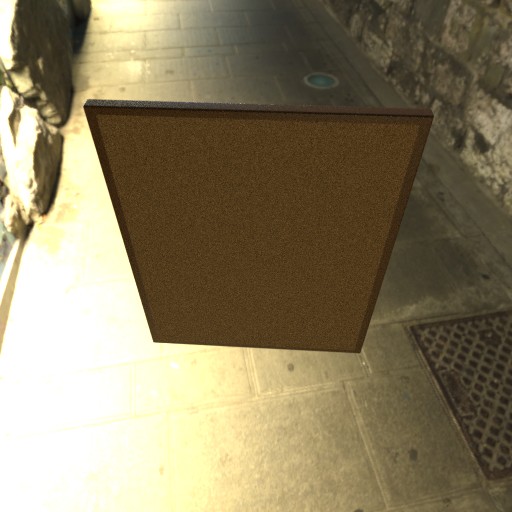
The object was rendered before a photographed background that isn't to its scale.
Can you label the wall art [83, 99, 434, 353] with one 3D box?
[{"bbox_3d":[0.000,0.000,0.768,0.449,0.550,0.021,2,46,2],"label":"wall art"}]
